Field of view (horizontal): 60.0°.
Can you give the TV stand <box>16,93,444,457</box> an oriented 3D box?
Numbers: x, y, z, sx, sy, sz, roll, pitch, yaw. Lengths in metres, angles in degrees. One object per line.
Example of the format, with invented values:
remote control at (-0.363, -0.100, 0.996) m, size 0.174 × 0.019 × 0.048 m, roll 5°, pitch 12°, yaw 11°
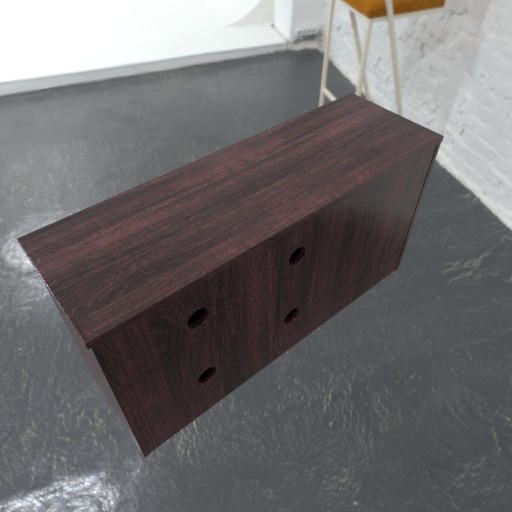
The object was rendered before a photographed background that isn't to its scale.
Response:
TV stand at (0.000, 0.000, 1.450) m, size 1.192 × 0.614 × 0.404 m, roll -31°, pitch 53°, yaw -26°
